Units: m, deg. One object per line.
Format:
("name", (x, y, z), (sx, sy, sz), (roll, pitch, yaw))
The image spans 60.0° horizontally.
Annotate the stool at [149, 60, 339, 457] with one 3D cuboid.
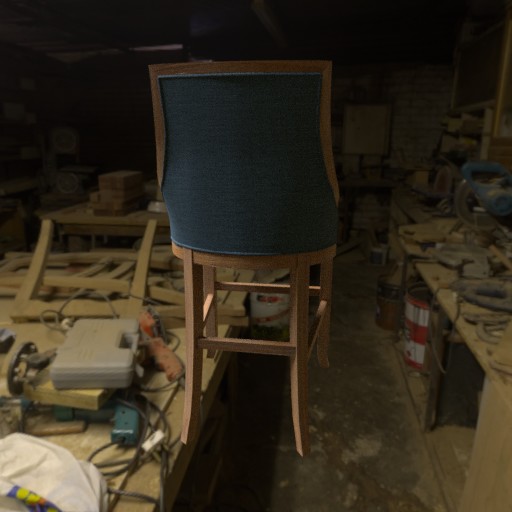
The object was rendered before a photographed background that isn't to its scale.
("stool", (0.000, 0.000, 1.449), (0.524, 1.101, 0.626), (2, 16, 8))
